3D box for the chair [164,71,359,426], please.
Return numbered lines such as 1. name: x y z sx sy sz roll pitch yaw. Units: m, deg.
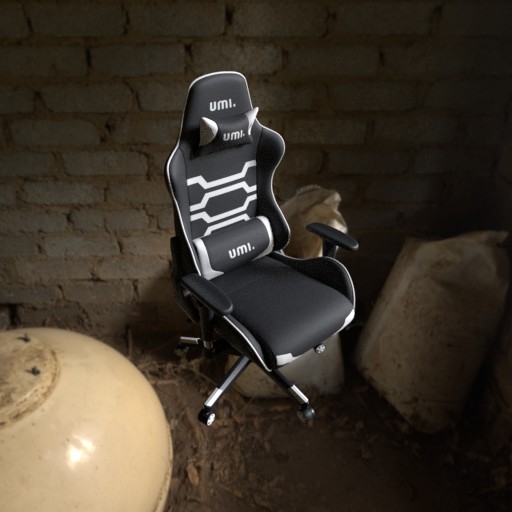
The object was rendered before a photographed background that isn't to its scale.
1. chair: 0.000 0.000 1.666 0.700 1.240 0.700 -23 39 -32
